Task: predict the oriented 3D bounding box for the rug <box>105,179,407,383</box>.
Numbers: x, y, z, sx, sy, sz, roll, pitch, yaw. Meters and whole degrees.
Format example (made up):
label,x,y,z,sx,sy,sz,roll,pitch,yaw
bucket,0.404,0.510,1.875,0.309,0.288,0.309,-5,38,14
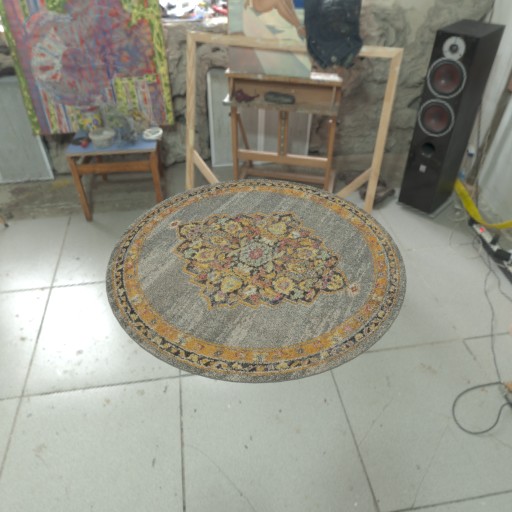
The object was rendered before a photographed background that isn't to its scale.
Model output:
label,x,y,z,sx,sy,sz,roll,pitch,yaw
rug,0.000,0.000,3.619,2.382,0.014,2.382,0,41,0
